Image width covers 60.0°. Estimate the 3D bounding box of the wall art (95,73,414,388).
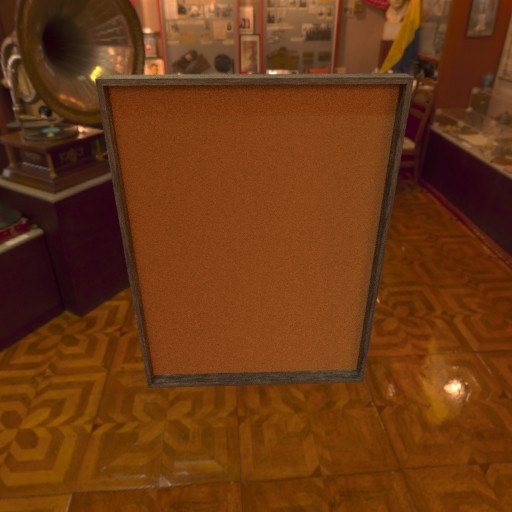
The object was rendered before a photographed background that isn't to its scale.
[{"bbox_3d":[0.000,0.000,1.337,0.762,1.016,0.063,-1,30,-2],"label":"wall art"}]
